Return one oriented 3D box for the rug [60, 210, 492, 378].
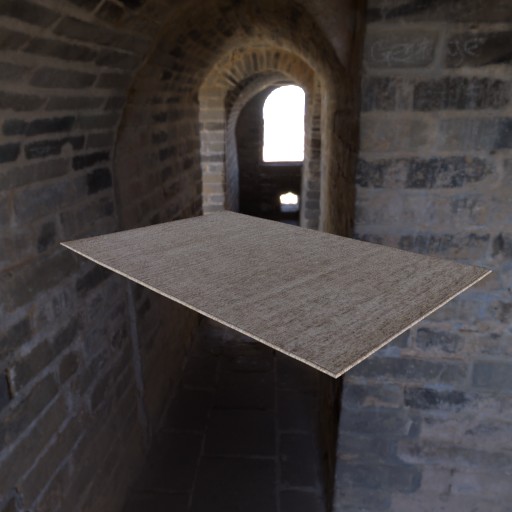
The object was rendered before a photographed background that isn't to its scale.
[{"bbox_3d":[0.000,0.000,2.220,1.211,0.018,1.822,-17,24,-42],"label":"rug"}]
